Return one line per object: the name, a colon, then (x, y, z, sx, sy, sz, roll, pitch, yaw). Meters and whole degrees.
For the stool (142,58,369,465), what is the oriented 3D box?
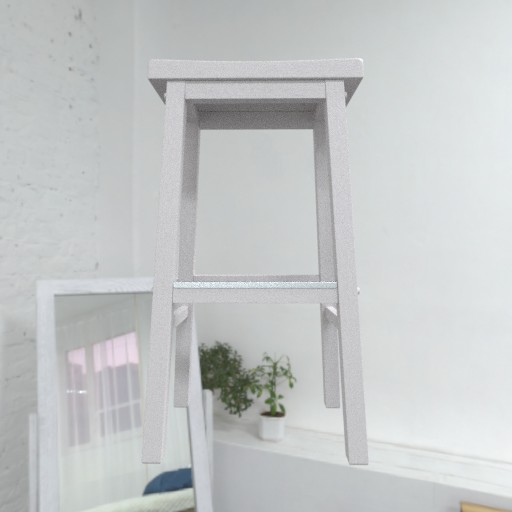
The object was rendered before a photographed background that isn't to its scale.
stool: (0.000, 0.000, 0.948, 0.406, 0.742, 0.322, 0, 1, 1)
